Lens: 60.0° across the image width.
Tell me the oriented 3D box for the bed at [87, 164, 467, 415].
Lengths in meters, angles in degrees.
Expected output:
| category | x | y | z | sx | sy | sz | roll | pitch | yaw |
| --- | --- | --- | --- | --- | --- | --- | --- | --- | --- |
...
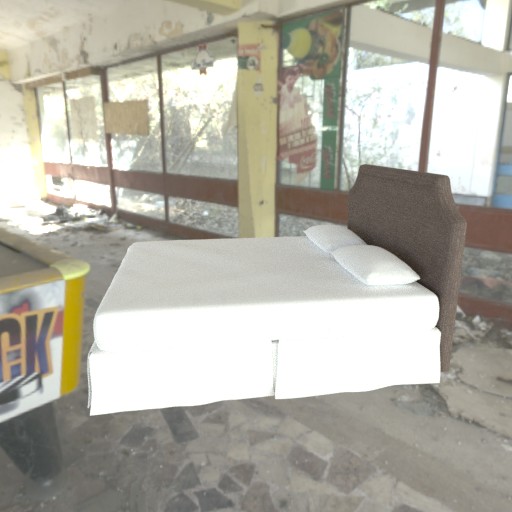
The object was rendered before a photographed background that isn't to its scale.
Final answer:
| category | x | y | z | sx | sy | sz | roll | pitch | yaw |
| --- | --- | --- | --- | --- | --- | --- | --- | --- | --- |
| bed | 0.000 | 0.000 | 4.166 | 2.773 | 1.590 | 2.350 | -2 | 15 | -8 |
